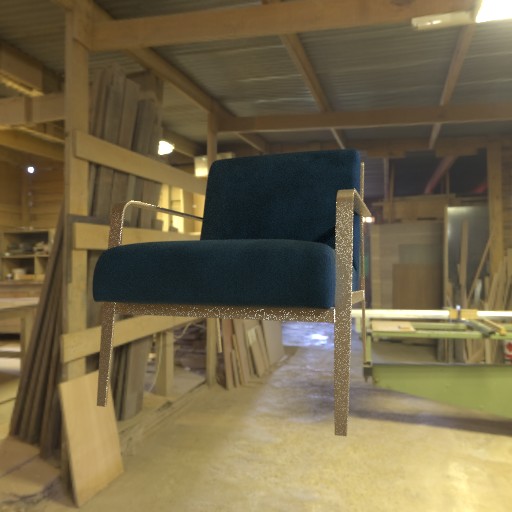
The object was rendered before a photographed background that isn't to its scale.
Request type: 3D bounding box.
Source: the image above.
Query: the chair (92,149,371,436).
[{"bbox_3d":[0.000,0.000,1.455,0.692,0.831,0.859,0,-1,19],"label":"chair"}]
